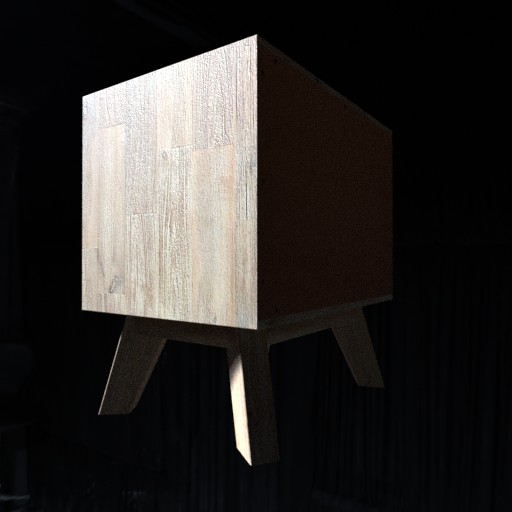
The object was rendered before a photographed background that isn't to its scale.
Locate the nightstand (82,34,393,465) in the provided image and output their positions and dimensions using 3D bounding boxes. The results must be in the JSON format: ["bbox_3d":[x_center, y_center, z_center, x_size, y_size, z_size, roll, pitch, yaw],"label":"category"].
[{"bbox_3d":[0.000,0.000,0.930,0.396,0.589,0.552,0,0,35],"label":"nightstand"}]
